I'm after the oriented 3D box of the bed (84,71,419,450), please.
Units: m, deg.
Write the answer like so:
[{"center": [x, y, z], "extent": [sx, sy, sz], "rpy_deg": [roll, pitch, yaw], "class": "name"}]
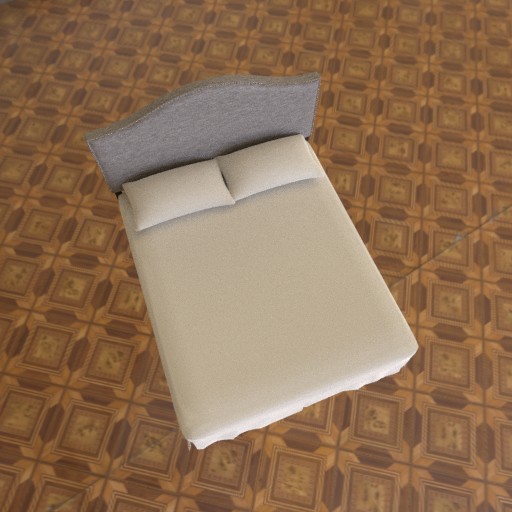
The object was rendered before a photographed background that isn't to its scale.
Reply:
[{"center": [0.000, 0.000, 2.868], "extent": [1.610, 1.295, 1.870], "rpy_deg": [-18, 65, -9], "class": "bed"}]
